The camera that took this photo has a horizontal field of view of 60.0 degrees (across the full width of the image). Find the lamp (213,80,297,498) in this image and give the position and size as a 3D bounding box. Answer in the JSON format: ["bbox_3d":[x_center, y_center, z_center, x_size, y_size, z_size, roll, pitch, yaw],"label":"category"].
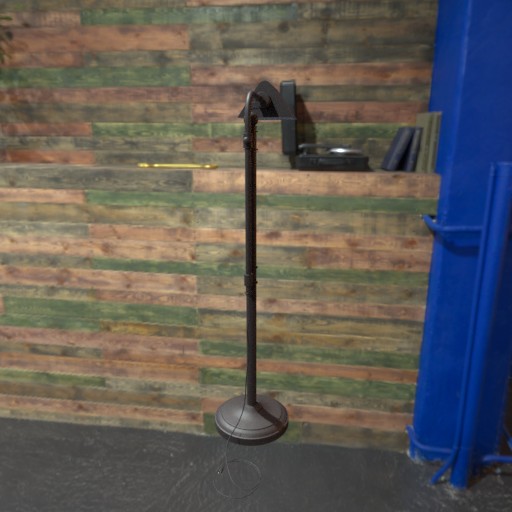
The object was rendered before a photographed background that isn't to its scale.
[{"bbox_3d":[0.000,0.000,0.920,0.159,0.708,0.545,2,15,9],"label":"lamp"}]
